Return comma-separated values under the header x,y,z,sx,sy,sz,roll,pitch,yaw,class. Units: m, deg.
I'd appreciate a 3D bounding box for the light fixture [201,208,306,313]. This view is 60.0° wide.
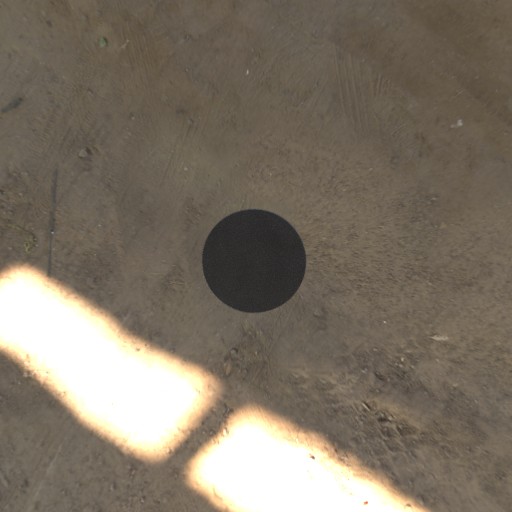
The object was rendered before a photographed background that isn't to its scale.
x,y,z,sx,sy,sz,roll,pitch,yaw,class
0.000,0.000,1.219,0.304,1.090,0.304,0,91,0,light fixture
